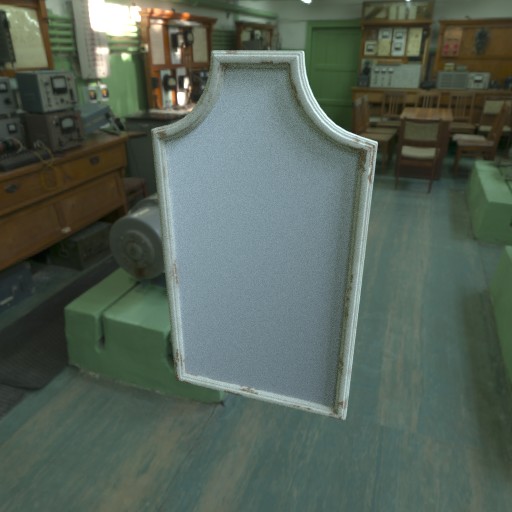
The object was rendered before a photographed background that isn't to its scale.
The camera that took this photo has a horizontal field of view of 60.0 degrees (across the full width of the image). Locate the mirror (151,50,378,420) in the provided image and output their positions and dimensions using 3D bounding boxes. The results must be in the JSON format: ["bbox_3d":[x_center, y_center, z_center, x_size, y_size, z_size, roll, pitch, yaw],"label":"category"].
[{"bbox_3d":[0.000,0.000,0.854,0.403,0.717,0.022,8,27,16],"label":"mirror"}]
